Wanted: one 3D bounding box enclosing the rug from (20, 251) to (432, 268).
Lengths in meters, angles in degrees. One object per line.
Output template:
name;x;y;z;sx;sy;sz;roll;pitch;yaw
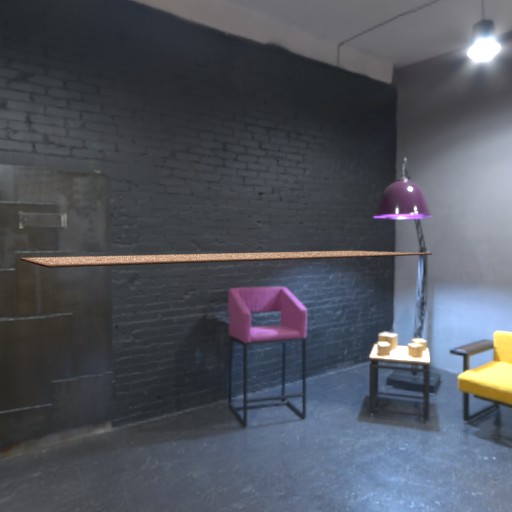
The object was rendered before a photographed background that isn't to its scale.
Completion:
rug;0.000;0.000;2.676;2.448;0.012;0.769;-2;3;-35
